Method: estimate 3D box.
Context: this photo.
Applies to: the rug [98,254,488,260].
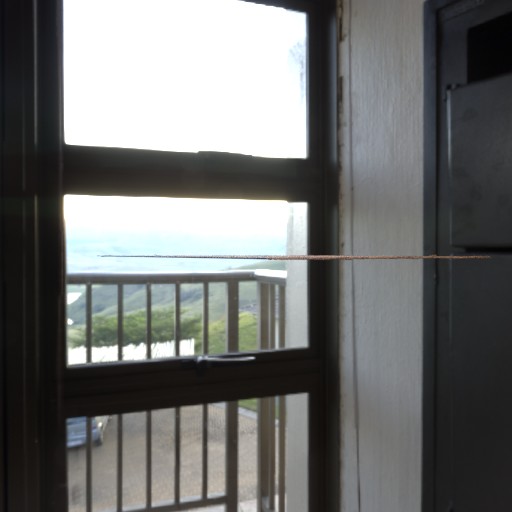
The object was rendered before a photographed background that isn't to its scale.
[{"bbox_3d":[0.000,0.000,1.899,0.920,0.013,1.541,0,0,-35],"label":"rug"}]
